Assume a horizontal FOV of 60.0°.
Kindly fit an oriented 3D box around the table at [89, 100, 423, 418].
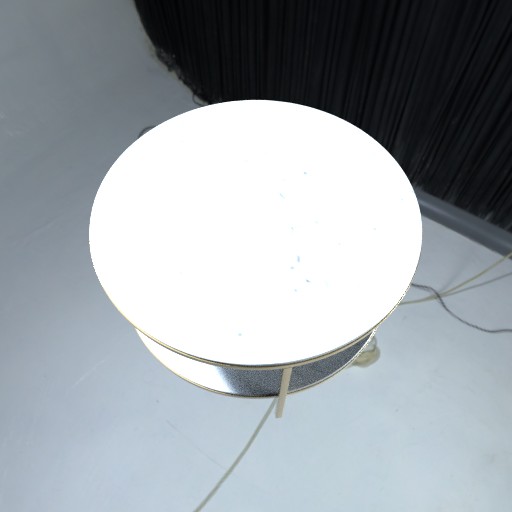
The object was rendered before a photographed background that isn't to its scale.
[{"bbox_3d":[0.000,0.000,1.268,0.800,0.450,0.800,0,57,0],"label":"table"}]
